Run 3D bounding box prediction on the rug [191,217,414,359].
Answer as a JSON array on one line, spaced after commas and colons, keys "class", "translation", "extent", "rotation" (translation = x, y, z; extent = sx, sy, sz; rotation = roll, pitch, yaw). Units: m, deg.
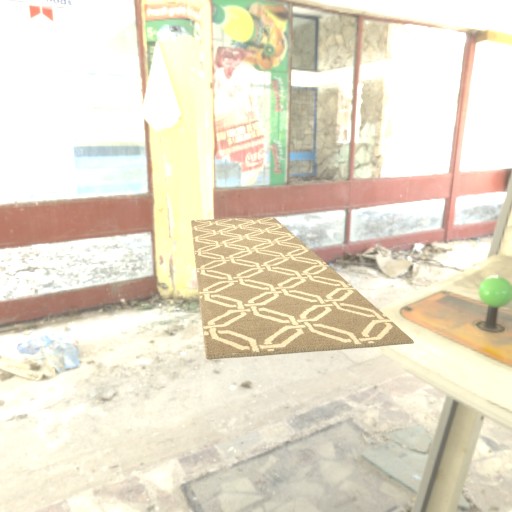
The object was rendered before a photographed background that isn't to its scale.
[{"class": "rug", "translation": [0.000, 0.000, 2.476], "extent": [0.678, 0.014, 2.276], "rotation": [-2, 15, -9]}]
